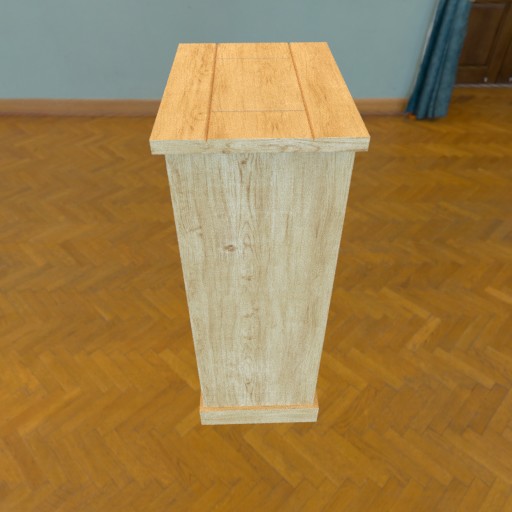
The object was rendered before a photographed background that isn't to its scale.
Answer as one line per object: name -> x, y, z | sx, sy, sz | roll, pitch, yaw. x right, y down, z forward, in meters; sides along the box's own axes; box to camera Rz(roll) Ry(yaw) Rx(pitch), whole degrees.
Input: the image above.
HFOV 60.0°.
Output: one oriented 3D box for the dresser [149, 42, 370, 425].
dresser -> 0.000, 0.000, 1.327 | 0.390, 1.041, 0.531 | -1, 42, -1
